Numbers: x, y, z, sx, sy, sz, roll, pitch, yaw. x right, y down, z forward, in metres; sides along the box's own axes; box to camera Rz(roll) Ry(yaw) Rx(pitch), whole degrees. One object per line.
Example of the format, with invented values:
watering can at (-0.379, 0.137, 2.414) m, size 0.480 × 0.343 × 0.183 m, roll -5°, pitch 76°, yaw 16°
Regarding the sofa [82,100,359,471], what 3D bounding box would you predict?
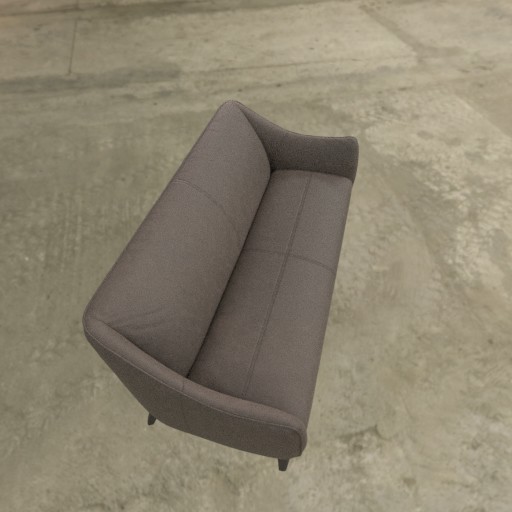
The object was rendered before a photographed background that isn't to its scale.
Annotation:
sofa at (0.000, 0.000, 2.337) m, size 0.869 × 0.831 × 1.928 m, roll 11°, pitch 47°, yaw 10°
